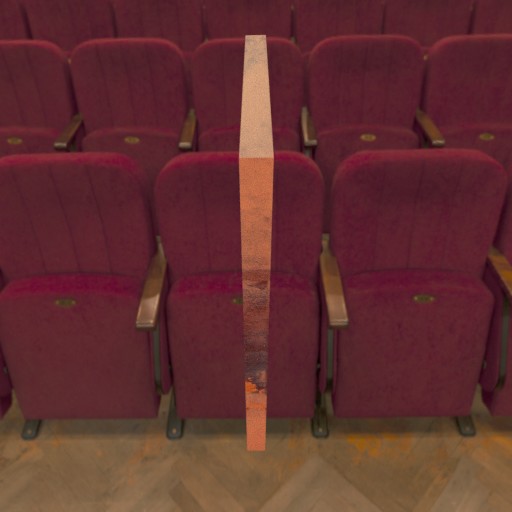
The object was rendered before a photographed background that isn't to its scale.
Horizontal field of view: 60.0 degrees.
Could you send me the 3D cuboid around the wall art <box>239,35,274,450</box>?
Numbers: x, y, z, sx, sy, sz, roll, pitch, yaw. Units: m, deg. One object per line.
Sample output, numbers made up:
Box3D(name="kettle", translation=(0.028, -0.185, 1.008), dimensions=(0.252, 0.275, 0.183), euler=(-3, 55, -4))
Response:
Box3D(name="wall art", translation=(0.000, 0.000, 1.115), dimensions=(0.048, 0.874, 0.583), euler=(0, 41, 0))
